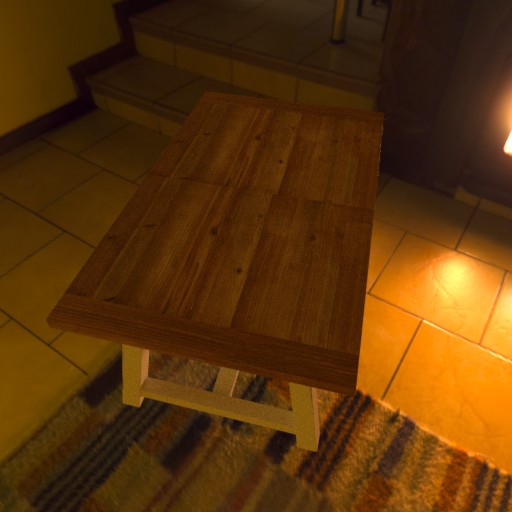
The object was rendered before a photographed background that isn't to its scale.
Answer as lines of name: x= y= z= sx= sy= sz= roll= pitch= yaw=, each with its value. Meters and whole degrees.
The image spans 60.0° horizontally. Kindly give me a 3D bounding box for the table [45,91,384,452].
table: x=0.000 y=0.000 z=2.019 sx=0.922 sy=0.743 sz=1.503 roll=10 pitch=47 yaw=10
